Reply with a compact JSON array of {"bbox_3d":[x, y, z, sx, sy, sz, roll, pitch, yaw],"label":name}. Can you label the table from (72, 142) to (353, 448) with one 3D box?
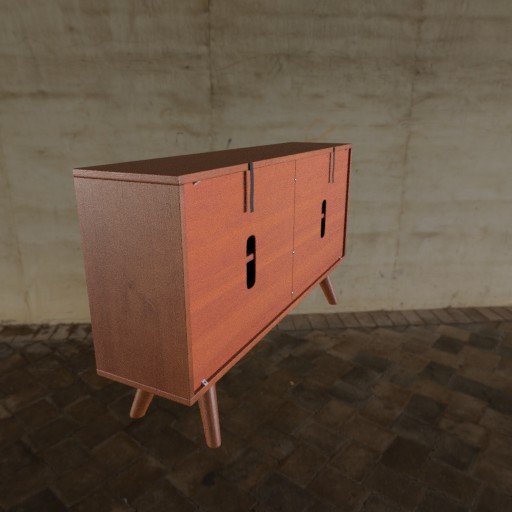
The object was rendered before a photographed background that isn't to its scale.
[{"bbox_3d":[0.000,0.000,1.519,0.308,0.698,1.220,9,19,26],"label":"table"}]
